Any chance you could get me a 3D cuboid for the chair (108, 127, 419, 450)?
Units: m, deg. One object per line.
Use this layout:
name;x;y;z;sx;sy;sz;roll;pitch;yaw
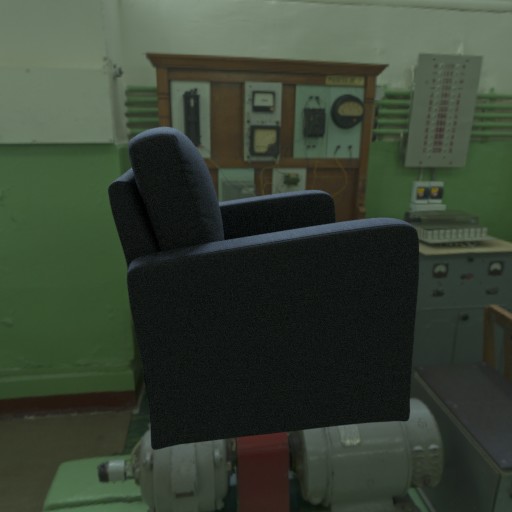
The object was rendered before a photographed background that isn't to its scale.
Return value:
chair;0.000;0.000;1.521;0.863;0.855;0.798;-3;15;-10
